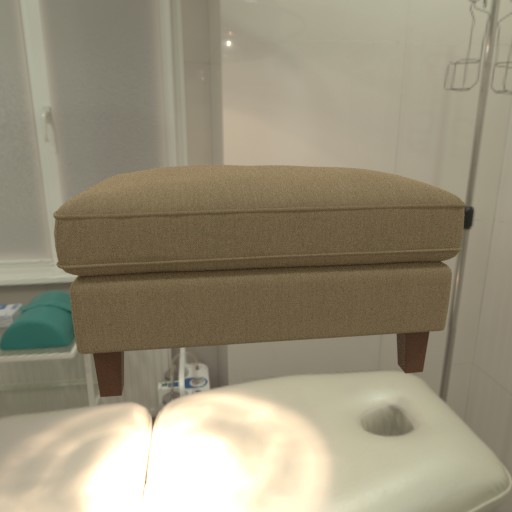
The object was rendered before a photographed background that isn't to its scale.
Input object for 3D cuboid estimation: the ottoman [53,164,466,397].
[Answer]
[{"bbox_3d":[0.000,0.000,1.304,0.945,0.521,0.636,-2,16,-8],"label":"ottoman"}]
